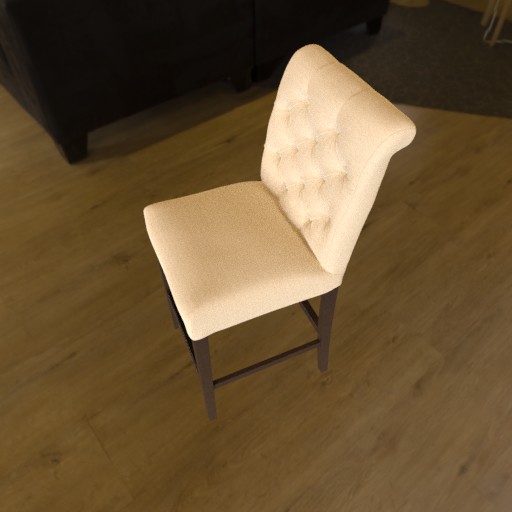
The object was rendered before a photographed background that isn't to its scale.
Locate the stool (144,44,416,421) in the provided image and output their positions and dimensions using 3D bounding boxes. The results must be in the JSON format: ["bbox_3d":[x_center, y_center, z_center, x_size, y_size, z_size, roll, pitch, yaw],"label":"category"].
[{"bbox_3d":[0.000,0.000,1.455,0.610,1.118,0.482,-18,51,-16],"label":"stool"}]
